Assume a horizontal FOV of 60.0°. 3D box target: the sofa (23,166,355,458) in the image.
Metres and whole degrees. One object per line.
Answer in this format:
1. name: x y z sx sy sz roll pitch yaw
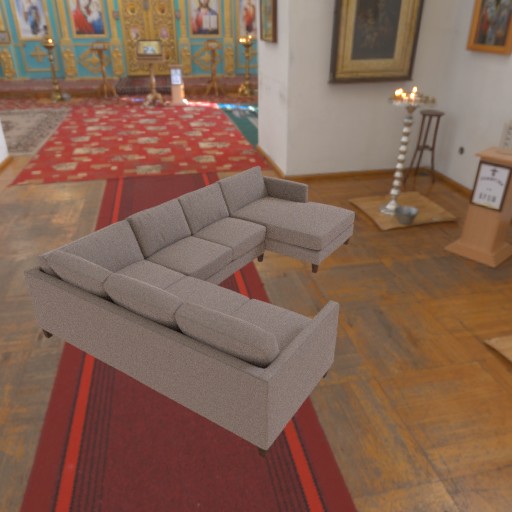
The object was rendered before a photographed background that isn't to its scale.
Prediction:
1. sofa: 0.000 0.000 4.491 2.424 0.865 3.438 16 31 29
